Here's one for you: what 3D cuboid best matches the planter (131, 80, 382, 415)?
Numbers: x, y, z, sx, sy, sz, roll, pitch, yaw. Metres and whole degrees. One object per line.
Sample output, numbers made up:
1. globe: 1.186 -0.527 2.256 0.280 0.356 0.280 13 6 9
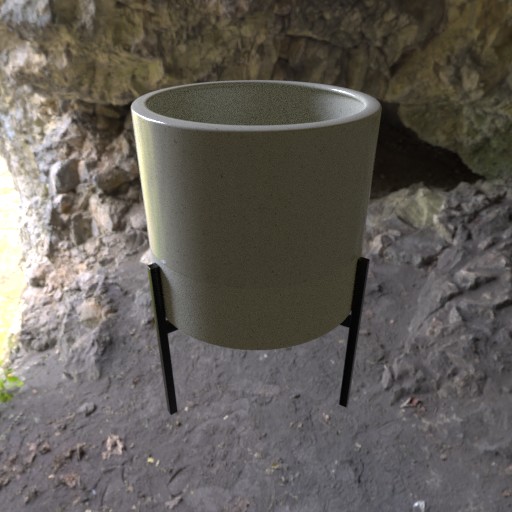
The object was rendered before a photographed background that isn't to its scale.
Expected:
1. planter: 0.000 0.000 0.336 0.152 0.230 0.159 -1 30 -3
